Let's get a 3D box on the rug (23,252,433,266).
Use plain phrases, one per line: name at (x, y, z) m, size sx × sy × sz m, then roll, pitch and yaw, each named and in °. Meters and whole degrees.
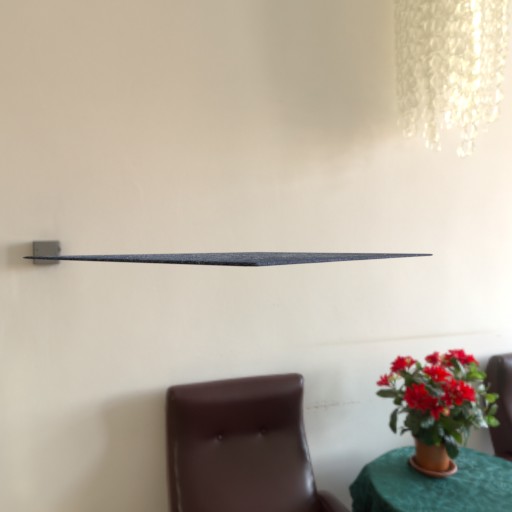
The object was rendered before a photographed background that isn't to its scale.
rug at (0.000, 0.000, 4.204) m, size 2.385 × 0.024 × 3.245 m, roll 1°, pitch 2°, yaw 36°
